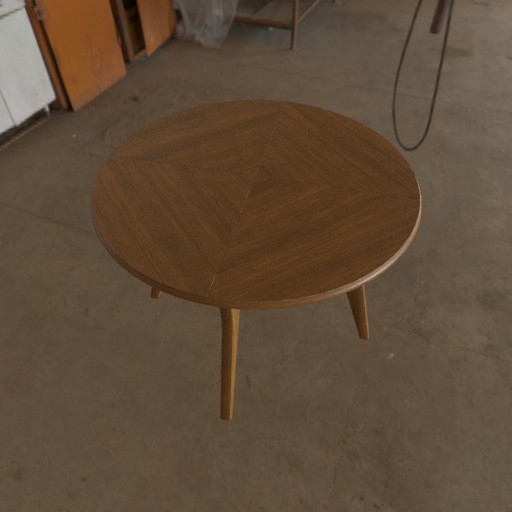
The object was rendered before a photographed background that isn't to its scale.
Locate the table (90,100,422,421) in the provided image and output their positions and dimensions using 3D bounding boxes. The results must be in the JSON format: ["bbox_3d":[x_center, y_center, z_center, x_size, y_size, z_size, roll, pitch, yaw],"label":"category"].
[{"bbox_3d":[0.000,0.000,1.718,1.055,0.757,1.055,0,46,0],"label":"table"}]
